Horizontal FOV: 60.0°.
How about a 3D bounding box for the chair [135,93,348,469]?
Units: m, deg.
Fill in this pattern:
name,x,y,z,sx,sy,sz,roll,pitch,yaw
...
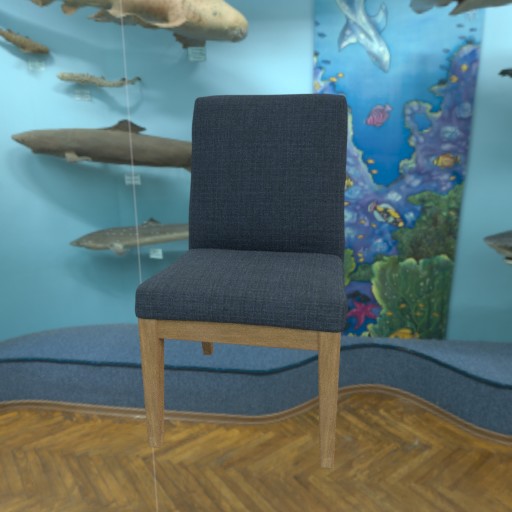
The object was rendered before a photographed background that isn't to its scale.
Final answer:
name,x,y,z,sx,sy,sz,roll,pitch,yaw
chair,0.000,0.000,1.263,0.507,0.911,0.586,3,16,9
